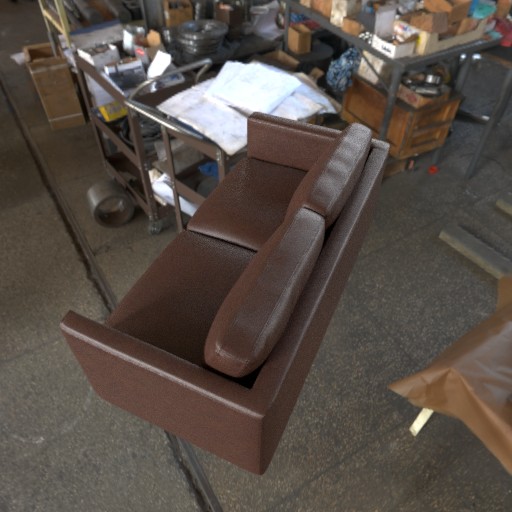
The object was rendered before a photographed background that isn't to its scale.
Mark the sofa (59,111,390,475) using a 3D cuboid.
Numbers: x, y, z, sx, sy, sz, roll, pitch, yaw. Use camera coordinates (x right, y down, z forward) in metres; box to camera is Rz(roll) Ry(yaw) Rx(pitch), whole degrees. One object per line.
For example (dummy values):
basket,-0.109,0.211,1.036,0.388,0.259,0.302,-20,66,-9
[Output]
sofa,0.000,0.000,2.427,0.951,0.933,1.883,19,50,17
